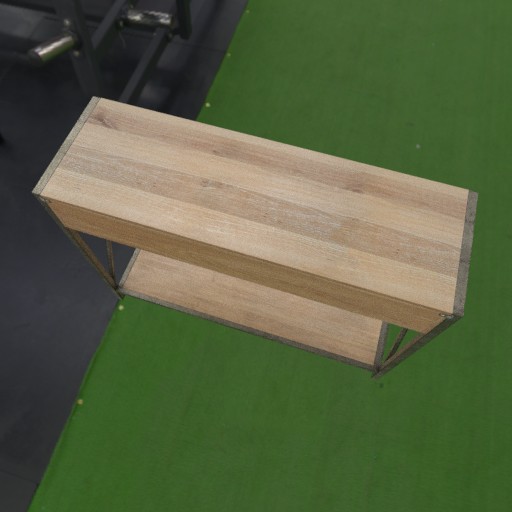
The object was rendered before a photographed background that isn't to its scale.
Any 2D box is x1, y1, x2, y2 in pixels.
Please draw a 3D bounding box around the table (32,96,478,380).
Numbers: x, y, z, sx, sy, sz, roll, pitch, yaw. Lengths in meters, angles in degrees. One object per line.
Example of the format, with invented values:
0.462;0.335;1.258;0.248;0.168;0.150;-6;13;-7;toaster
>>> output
0.000;0.000;1.449;1.059;0.763;0.361;16;65;8;table
